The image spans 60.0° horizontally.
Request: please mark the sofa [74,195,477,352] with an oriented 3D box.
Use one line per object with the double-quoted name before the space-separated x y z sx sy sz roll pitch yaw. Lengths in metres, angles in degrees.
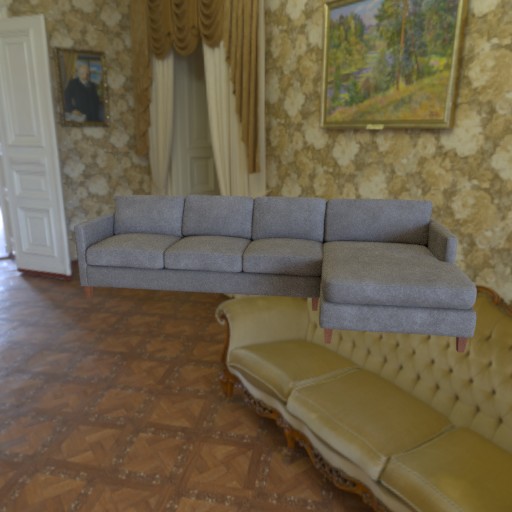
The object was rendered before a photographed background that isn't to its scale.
"sofa" 0.000 0.000 4.098 3.471 0.950 1.604 2 15 8
